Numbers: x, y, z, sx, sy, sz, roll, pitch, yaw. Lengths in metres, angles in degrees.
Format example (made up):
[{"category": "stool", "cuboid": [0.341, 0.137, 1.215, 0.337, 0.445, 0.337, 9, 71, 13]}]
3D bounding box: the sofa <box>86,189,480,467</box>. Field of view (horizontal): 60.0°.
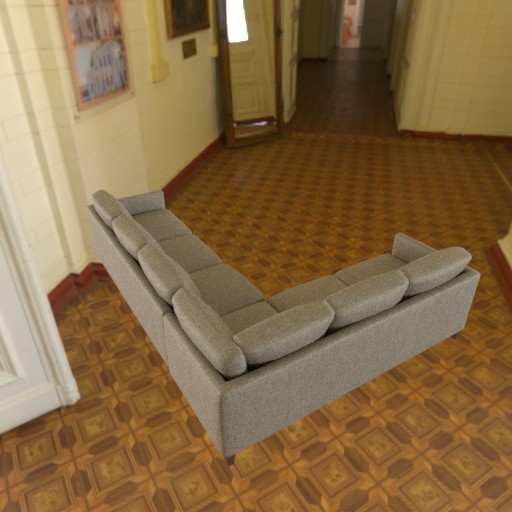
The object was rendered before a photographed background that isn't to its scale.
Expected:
[{"category": "sofa", "cuboid": [0.000, 0.000, 4.542, 2.593, 0.947, 3.302, -18, 35, -27]}]
